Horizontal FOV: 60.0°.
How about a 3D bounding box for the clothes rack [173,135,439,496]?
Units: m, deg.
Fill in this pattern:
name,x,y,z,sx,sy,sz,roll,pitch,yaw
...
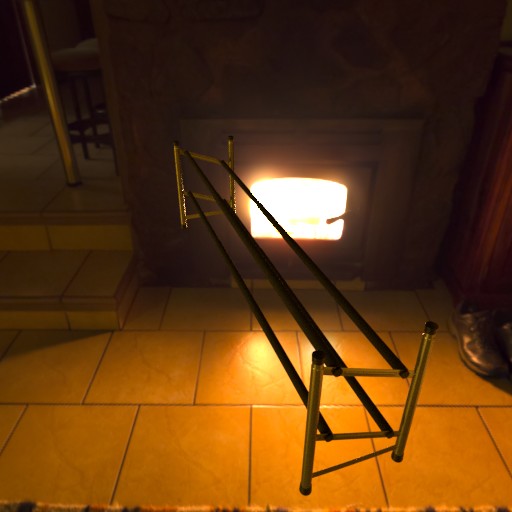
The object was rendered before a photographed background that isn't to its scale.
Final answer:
name,x,y,z,sx,sy,sz,roll,pitch,yaw
clothes rack,0.000,0.000,1.246,0.229,0.349,1.168,-10,33,-17
